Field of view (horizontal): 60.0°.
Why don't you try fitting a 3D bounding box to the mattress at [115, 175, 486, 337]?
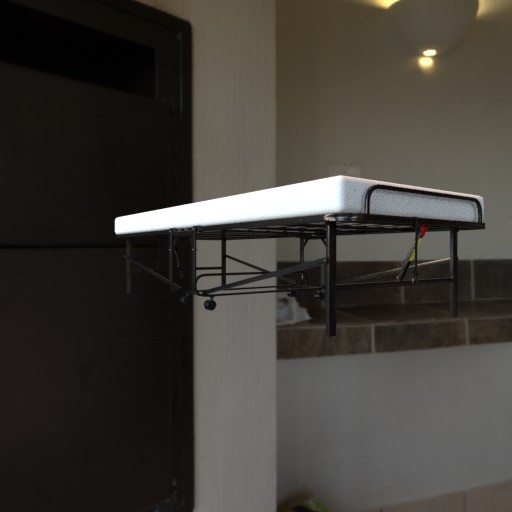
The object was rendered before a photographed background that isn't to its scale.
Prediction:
[{"bbox_3d":[0.000,0.000,2.457,0.922,0.519,2.153,0,1,-36],"label":"mattress"}]
